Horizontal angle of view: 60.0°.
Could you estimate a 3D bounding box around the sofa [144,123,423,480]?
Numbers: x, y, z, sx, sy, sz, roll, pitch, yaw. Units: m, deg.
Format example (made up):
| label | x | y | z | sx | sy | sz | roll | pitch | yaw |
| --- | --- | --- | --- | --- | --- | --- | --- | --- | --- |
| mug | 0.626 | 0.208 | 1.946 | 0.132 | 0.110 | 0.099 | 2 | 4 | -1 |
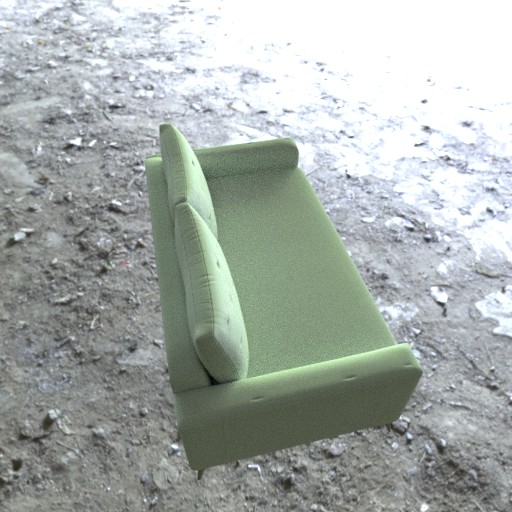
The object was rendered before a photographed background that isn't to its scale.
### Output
| label | x | y | z | sx | sy | sz | roll | pitch | yaw |
| --- | --- | --- | --- | --- | --- | --- | --- | --- | --- |
| sofa | 0.000 | 0.000 | 2.150 | 0.920 | 0.790 | 1.650 | -10 | 47 | -9 |
